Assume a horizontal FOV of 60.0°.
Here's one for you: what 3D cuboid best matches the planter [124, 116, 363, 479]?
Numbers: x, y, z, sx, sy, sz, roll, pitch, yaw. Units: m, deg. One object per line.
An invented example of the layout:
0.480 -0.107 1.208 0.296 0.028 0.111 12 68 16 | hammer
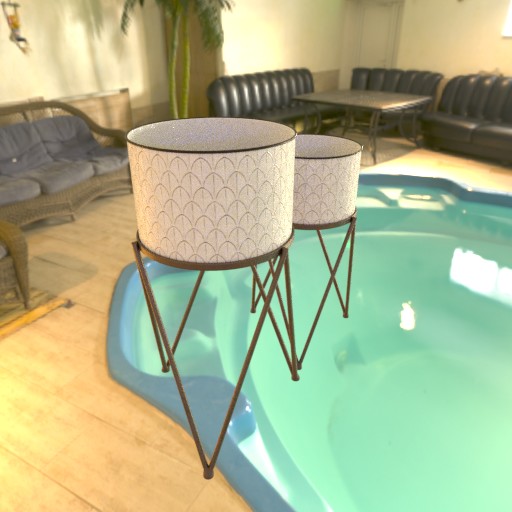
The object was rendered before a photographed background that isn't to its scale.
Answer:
0.000 0.000 1.172 0.413 0.712 0.769 18 32 31 | planter
